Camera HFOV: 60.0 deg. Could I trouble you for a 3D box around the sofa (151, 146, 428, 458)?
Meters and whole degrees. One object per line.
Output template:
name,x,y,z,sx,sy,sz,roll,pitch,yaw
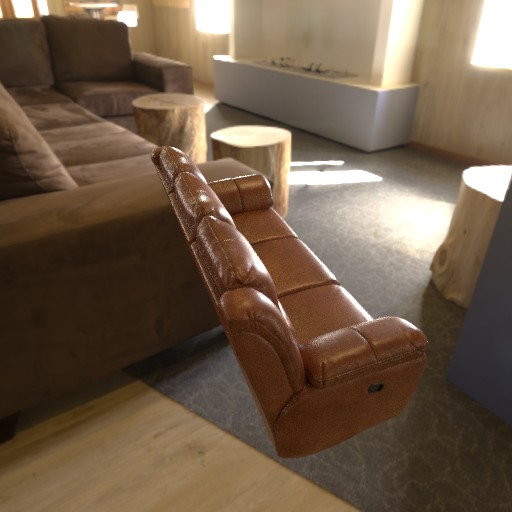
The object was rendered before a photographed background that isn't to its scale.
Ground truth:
sofa,0.000,0.000,2.875,0.991,1.043,2.337,-10,32,-16
